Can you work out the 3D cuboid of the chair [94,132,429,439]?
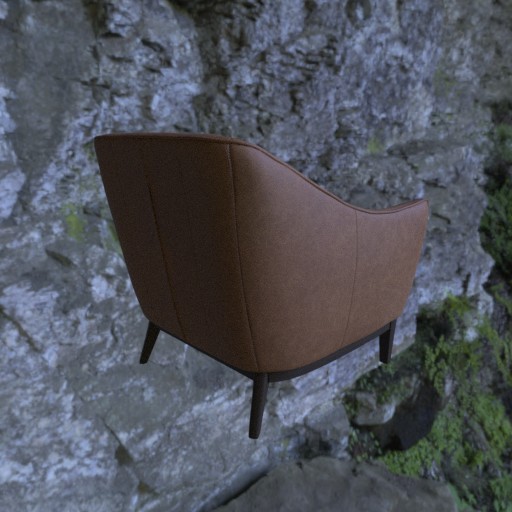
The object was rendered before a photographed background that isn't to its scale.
[{"bbox_3d":[0.000,0.000,1.546,0.852,0.830,0.871,-15,21,-43],"label":"chair"}]
